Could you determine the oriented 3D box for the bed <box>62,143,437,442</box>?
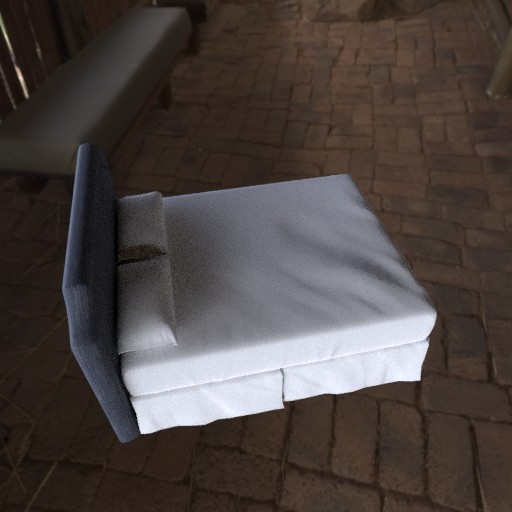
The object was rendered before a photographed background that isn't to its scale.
[{"bbox_3d":[0.000,0.000,3.074,2.116,1.290,1.693,-9,46,-9],"label":"bed"}]
